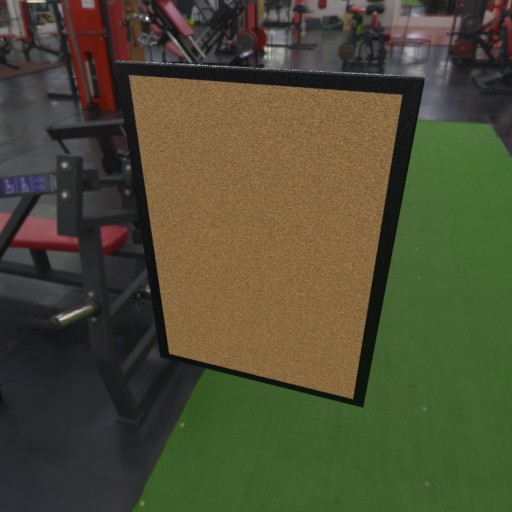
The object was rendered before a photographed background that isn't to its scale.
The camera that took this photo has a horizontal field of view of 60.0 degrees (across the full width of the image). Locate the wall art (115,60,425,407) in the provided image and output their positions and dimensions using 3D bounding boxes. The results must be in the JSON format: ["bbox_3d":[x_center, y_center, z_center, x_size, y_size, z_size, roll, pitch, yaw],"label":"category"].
[{"bbox_3d":[0.000,0.000,1.226,0.707,0.967,0.013,10,33,15],"label":"wall art"}]
